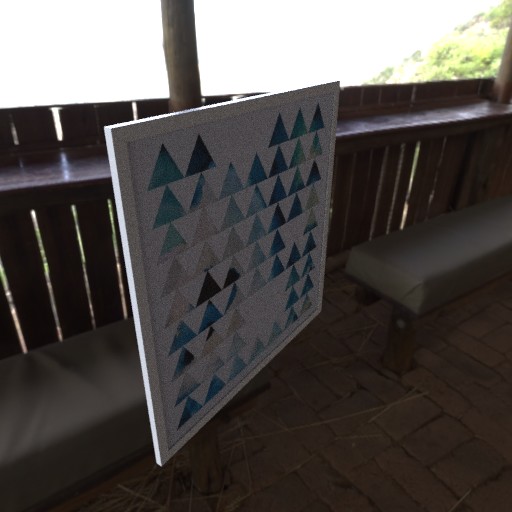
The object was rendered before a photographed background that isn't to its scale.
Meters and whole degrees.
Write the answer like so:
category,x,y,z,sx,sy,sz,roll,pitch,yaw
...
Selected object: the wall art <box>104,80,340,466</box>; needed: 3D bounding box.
category,x,y,z,sx,sy,sz,roll,pitch,yaw
wall art,0.000,0.000,0.817,0.012,0.557,0.557,19,33,31
